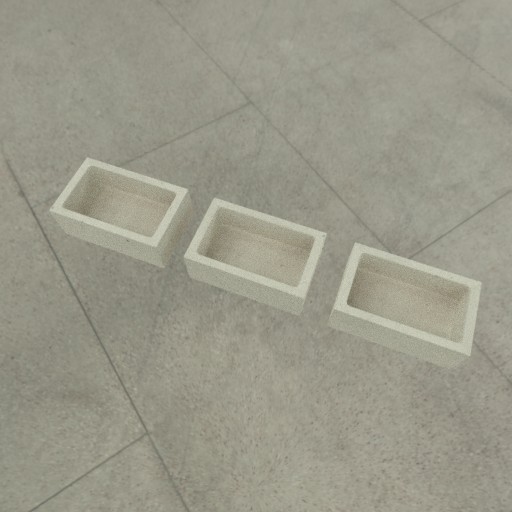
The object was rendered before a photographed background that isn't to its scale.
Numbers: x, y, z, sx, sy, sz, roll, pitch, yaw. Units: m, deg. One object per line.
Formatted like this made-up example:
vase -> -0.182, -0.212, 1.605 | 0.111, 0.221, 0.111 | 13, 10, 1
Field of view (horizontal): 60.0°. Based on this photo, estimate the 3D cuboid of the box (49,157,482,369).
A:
box -> 0.000, 0.000, 0.494 | 0.461, 0.051, 0.082 | 19, 64, 10
